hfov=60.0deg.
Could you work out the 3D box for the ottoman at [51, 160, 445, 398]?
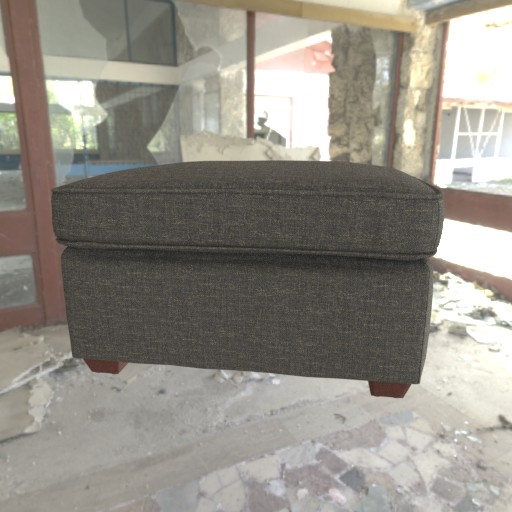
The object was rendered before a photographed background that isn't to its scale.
[{"bbox_3d":[0.000,0.000,1.077,0.749,0.450,0.549,2,15,9],"label":"ottoman"}]
